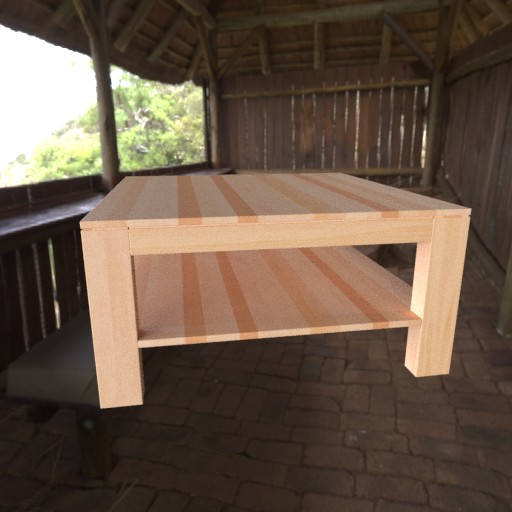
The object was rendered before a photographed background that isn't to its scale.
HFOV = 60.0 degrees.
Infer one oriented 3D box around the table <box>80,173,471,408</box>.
[{"bbox_3d":[0.000,0.000,1.484,0.900,0.450,0.900,-3,16,-9],"label":"table"}]
